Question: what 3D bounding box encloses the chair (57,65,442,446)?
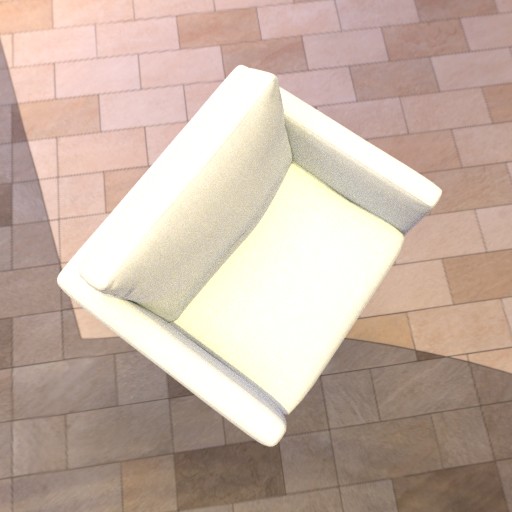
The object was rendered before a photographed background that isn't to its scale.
[{"bbox_3d":[0.000,0.000,1.809,0.953,0.961,1.107,35,78,9],"label":"chair"}]
